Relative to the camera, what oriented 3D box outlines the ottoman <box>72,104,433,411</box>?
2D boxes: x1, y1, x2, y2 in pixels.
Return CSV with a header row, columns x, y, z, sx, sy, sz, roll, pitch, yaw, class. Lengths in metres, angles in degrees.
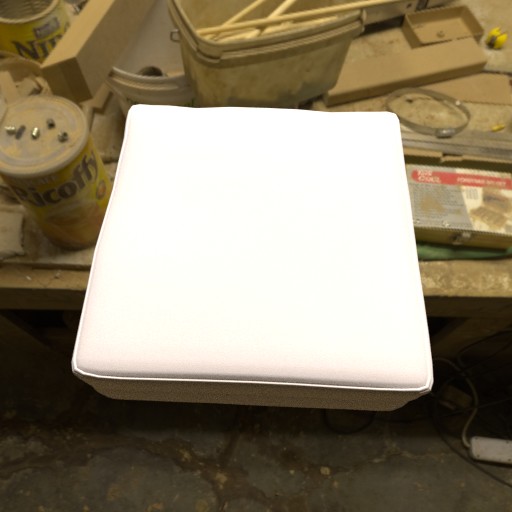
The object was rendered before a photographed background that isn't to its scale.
x,y,z,sx,sy,sz,roll,pitch,yaw,class
0.000,0.000,1.327,0.838,0.479,0.838,2,63,1,ottoman
